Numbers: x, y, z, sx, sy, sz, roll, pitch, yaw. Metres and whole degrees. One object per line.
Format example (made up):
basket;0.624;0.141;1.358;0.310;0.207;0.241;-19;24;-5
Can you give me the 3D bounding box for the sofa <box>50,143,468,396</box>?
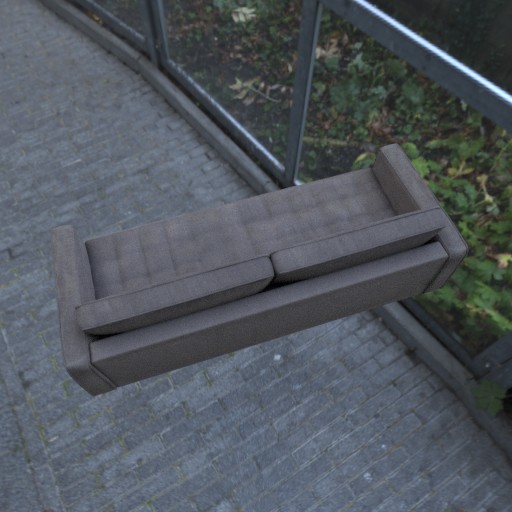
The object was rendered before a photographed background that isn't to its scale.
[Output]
sofa;0.000;0.000;2.693;2.295;0.813;0.923;-15;60;-9
